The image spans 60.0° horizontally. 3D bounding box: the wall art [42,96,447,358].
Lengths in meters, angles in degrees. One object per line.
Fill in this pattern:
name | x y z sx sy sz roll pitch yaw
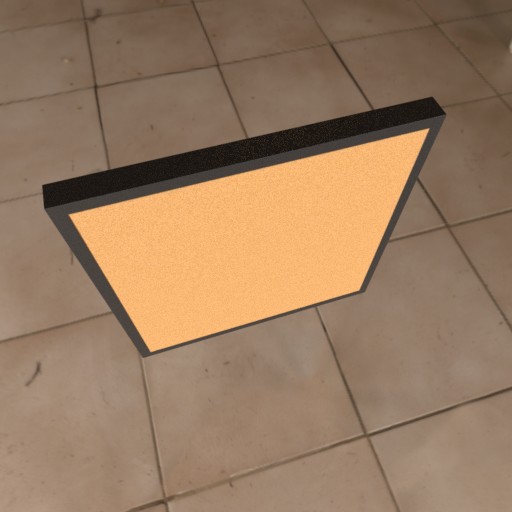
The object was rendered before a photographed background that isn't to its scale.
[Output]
wall art | 0.000 0.000 0.757 0.506 0.506 0.037 -15 60 -9
